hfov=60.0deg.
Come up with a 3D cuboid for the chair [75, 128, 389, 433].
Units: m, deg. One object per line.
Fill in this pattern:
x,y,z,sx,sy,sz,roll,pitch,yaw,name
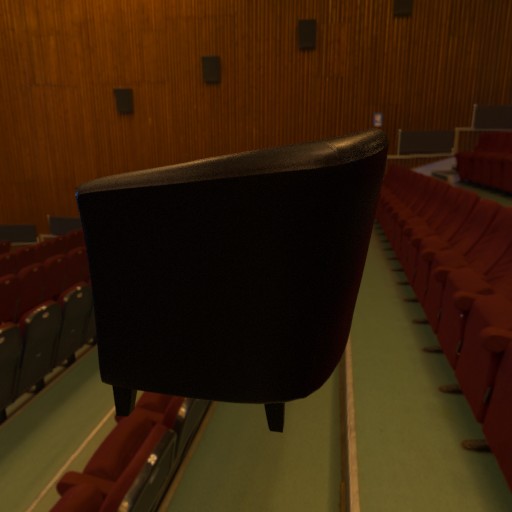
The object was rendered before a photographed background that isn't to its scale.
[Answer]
0.000,0.000,1.367,0.727,0.756,0.793,2,15,9,chair
